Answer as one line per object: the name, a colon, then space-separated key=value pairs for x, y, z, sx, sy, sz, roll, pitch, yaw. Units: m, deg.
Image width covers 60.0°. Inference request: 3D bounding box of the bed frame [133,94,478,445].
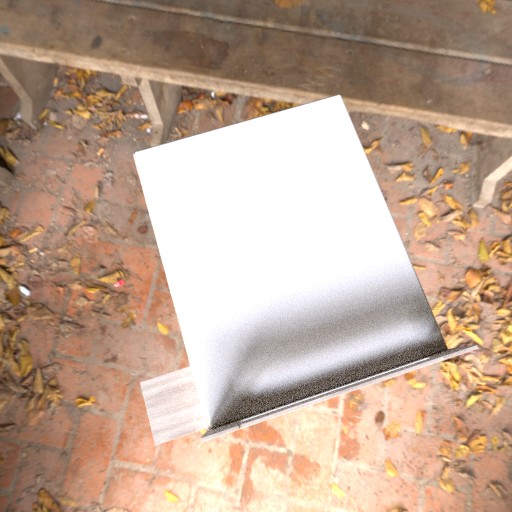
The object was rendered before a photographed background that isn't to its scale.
bed frame: x=0.000 y=0.000 z=3.143 sx=2.040 sy=0.860 sz=2.050 roll=-17 pitch=76 yaw=-5
